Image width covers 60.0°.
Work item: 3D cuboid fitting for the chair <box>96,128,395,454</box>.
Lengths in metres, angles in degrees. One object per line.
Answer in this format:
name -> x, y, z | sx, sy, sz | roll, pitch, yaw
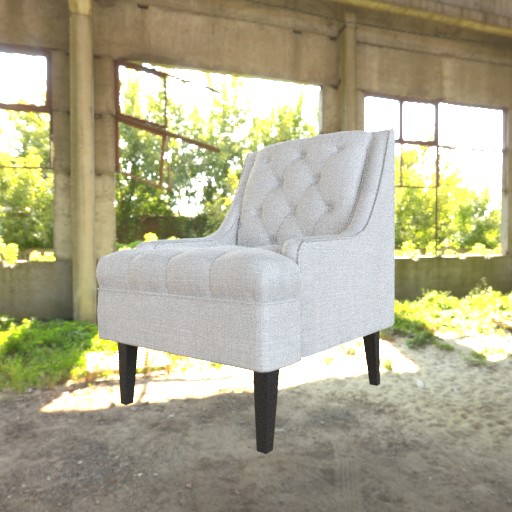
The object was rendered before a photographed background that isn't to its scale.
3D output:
chair -> 0.000, 0.000, 1.419 | 0.658, 0.891, 0.772 | 1, 1, 38
